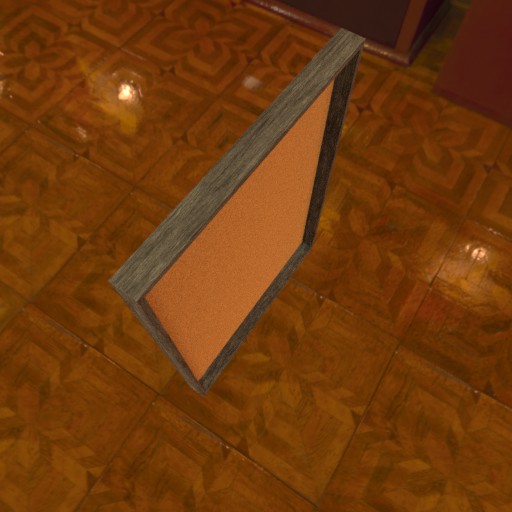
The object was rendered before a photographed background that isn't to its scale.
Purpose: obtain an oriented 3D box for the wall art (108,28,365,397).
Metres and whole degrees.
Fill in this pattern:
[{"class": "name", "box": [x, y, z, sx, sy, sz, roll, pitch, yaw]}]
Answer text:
[{"class": "wall art", "box": [0.000, 0.000, 1.319, 0.063, 1.016, 0.762, 32, 68, 15]}]
